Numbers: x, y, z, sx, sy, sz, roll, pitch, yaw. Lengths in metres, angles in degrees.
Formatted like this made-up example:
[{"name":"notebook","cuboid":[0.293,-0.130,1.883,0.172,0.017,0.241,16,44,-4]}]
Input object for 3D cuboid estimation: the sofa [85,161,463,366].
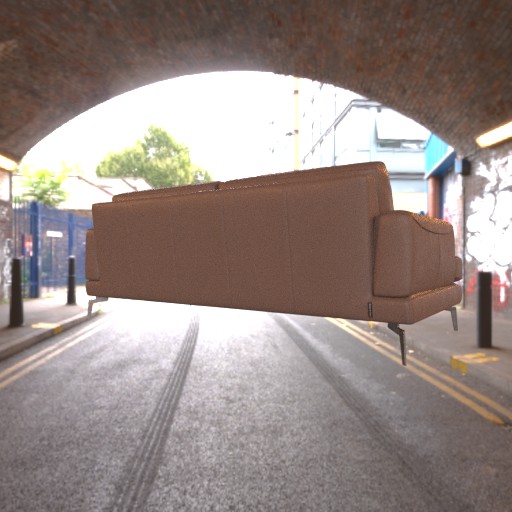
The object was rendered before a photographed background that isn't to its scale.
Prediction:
[{"name":"sofa","cuboid":[0.000,0.000,2.435,1.940,0.765,0.974,0,0,35]}]
